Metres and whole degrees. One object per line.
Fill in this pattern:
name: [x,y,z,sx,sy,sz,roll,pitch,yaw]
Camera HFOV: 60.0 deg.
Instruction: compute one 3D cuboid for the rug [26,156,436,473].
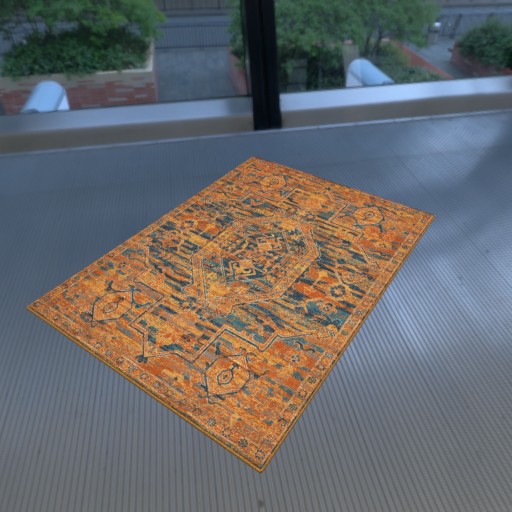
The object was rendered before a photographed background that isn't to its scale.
rug: [0.000,0.000,2.810,1.588,0.024,2.204,24,45,26]
